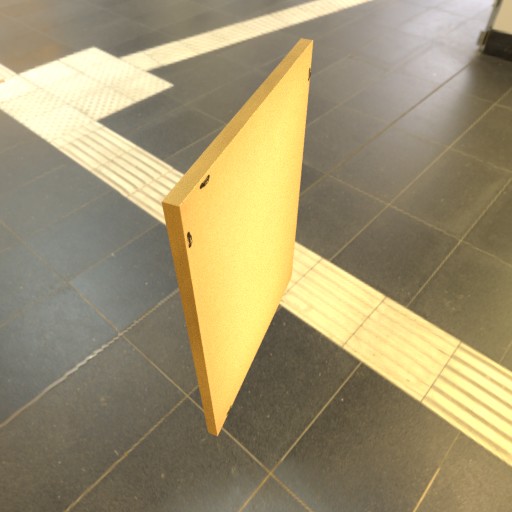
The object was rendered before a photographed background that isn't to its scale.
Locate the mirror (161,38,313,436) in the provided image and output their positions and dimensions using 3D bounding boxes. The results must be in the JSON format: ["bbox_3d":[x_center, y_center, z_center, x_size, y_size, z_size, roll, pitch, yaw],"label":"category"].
[{"bbox_3d":[0.000,0.000,1.367,0.040,1.016,0.762,17,49,15],"label":"mirror"}]
